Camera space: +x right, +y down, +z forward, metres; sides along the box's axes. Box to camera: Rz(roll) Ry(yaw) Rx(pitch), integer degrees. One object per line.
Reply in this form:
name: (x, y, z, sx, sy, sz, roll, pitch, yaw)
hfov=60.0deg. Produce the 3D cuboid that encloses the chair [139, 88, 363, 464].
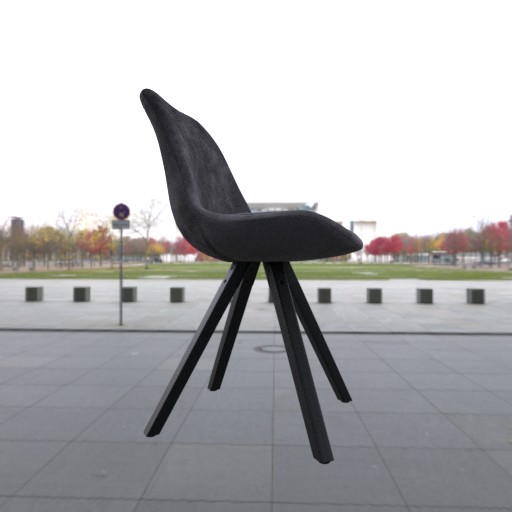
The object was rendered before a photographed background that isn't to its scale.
chair: (0.000, 0.000, 1.170, 0.550, 0.850, 0.485, 0, 0, 17)
